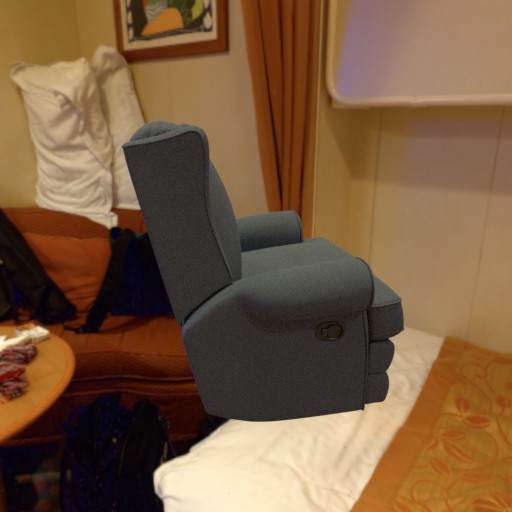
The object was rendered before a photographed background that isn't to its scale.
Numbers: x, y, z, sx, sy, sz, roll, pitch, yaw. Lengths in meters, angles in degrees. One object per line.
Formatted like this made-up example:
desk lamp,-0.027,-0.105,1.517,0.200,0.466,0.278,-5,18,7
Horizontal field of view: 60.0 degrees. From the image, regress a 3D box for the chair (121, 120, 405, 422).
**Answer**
chair,0.000,0.000,1.743,0.877,1.020,0.971,-3,17,-10
